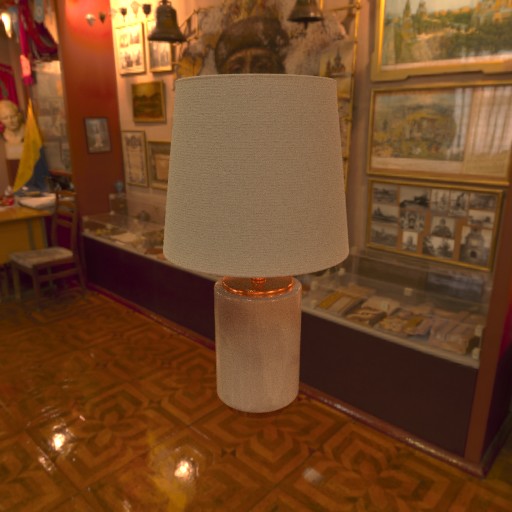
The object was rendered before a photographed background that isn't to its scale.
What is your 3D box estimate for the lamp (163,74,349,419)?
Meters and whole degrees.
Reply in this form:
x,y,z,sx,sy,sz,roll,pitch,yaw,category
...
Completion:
x,y,z,sx,sy,sz,roll,pitch,yaw,category
0.000,0.000,0.464,0.189,0.340,0.189,0,17,0,lamp
